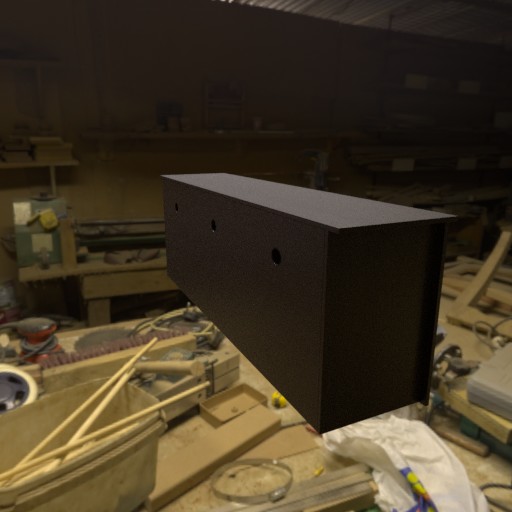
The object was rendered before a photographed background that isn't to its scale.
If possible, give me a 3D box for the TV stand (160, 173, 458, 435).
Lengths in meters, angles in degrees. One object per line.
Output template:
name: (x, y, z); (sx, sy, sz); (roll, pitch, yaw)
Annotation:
TV stand: (0.000, 0.000, 2.011); (0.406, 0.610, 1.778); (-7, 16, -25)
